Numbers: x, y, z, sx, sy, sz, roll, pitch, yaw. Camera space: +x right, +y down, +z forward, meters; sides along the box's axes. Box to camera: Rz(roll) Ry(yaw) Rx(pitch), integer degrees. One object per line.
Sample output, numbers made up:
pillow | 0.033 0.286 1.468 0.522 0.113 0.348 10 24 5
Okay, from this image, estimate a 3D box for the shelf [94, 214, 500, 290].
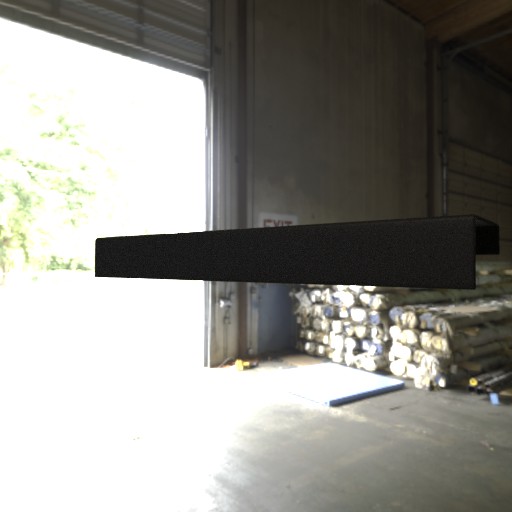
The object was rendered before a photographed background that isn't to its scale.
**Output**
shelf | 0.000 0.000 0.483 0.456 0.053 0.102 -1 -1 37
